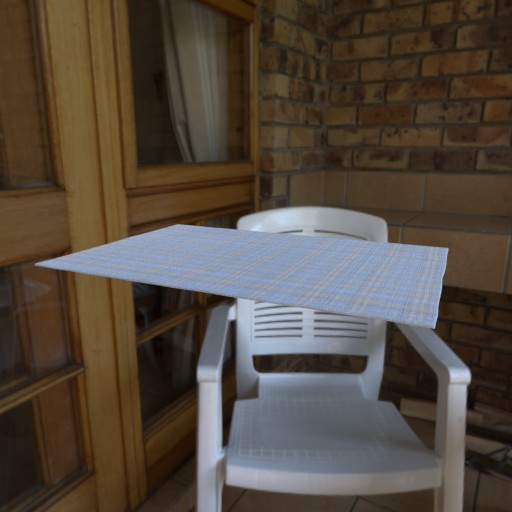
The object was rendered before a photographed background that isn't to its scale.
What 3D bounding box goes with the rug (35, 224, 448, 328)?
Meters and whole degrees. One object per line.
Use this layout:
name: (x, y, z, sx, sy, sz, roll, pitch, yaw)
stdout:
rug: (0.000, 0.000, 2.336, 1.835, 0.012, 1.231, 6, 16, 24)
